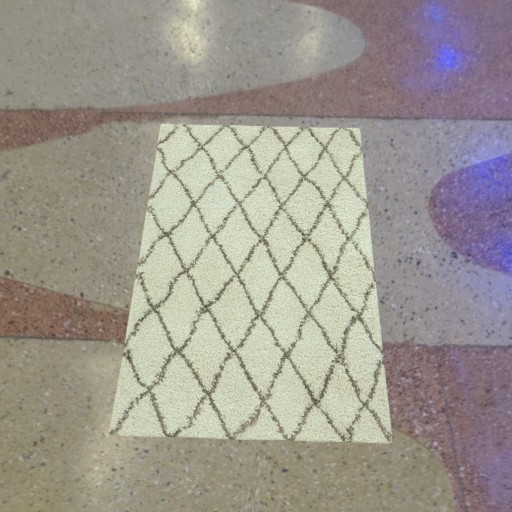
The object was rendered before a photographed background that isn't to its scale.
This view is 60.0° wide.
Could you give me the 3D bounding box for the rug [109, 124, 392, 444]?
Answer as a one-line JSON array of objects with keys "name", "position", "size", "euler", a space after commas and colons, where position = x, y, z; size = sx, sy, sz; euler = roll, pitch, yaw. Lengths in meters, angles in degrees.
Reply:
[{"name": "rug", "position": [0.000, 0.000, 2.310], "size": [1.219, 0.030, 1.778], "euler": [1, 63, 1]}]
